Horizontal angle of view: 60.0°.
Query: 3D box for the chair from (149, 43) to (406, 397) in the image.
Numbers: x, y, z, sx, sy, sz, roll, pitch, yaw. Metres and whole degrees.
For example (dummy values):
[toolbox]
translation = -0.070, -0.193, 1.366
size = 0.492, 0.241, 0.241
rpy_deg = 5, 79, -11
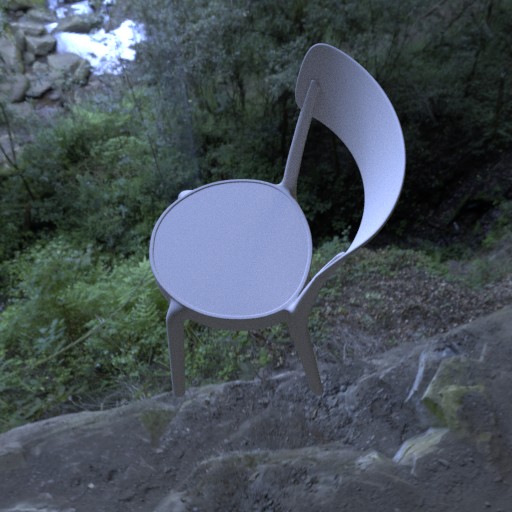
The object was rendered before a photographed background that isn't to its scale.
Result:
[chair]
translation = 0.000, 0.000, 1.072
size = 0.491, 0.790, 0.506
rpy_deg = -1, 57, -1
